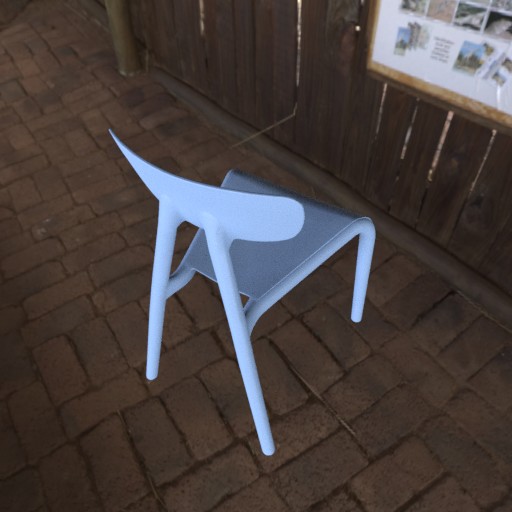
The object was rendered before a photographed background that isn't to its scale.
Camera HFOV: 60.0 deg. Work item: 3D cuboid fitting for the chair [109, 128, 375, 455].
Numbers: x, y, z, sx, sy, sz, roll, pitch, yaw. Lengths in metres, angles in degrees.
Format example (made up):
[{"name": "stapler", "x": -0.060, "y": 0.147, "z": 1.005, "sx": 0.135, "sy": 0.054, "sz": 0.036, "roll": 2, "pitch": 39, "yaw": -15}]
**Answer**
[{"name": "chair", "x": 0.000, "y": 0.000, "z": 0.812, "sx": 0.356, "sy": 0.580, "sz": 0.401, "roll": 24, "pitch": 51, "yaw": 22}]
